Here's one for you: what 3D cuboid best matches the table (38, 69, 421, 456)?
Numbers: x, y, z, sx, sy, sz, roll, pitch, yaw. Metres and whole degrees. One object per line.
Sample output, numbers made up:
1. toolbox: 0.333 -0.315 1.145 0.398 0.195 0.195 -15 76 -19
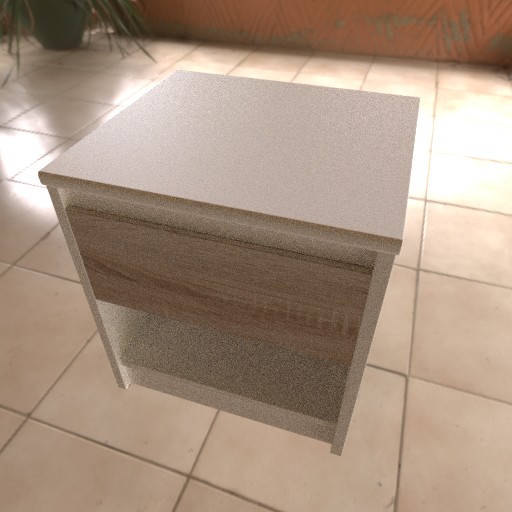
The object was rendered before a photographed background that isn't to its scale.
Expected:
1. table: 0.000 0.000 0.760 0.420 0.460 0.380 12 42 14
